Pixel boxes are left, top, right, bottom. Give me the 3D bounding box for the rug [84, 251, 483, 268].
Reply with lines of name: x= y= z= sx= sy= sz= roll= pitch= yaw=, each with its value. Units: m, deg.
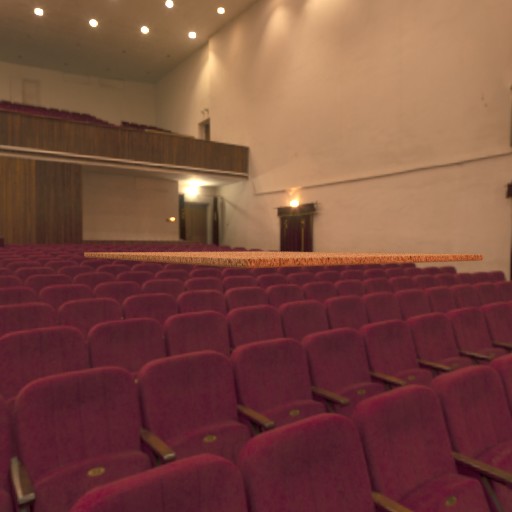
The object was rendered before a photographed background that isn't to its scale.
rug: x=0.000 y=0.000 z=2.135 sx=1.199 sy=0.025 sz=1.600 roll=-1 pitch=1 yaw=-35
